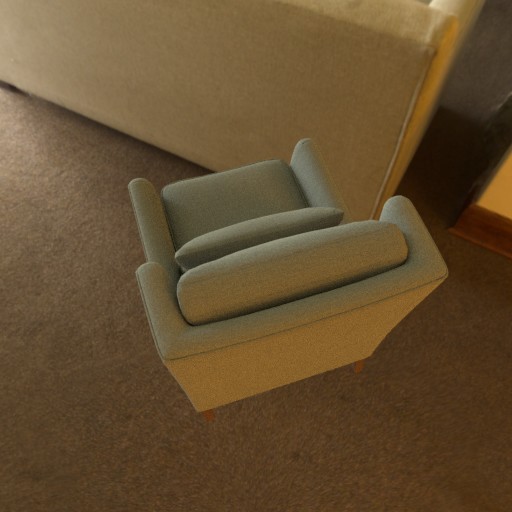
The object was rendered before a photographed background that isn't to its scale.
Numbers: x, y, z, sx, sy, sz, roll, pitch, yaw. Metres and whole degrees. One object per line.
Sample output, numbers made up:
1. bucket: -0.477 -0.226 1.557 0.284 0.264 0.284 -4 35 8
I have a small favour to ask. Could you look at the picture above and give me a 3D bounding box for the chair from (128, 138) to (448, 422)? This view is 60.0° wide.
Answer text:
1. chair: 0.000 0.000 1.829 0.866 1.056 1.040 -15 60 -9
